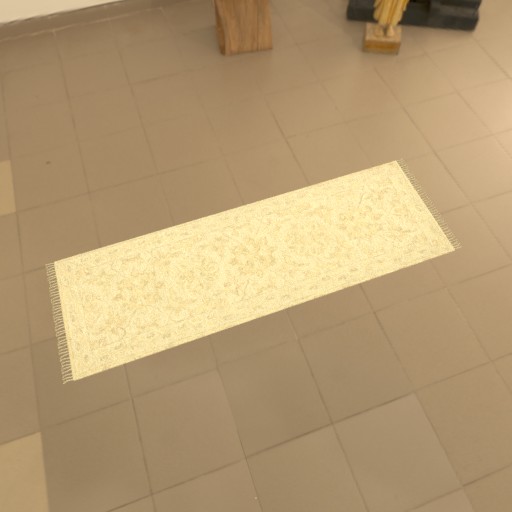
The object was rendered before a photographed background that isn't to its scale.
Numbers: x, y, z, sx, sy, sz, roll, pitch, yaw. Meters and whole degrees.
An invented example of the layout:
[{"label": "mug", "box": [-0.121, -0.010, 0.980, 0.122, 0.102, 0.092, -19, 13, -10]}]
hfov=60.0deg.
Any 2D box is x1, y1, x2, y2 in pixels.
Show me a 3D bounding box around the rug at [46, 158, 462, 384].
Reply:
[{"label": "rug", "box": [0.000, 0.000, 2.833, 2.544, 0.015, 0.795, -18, 63, -9]}]
